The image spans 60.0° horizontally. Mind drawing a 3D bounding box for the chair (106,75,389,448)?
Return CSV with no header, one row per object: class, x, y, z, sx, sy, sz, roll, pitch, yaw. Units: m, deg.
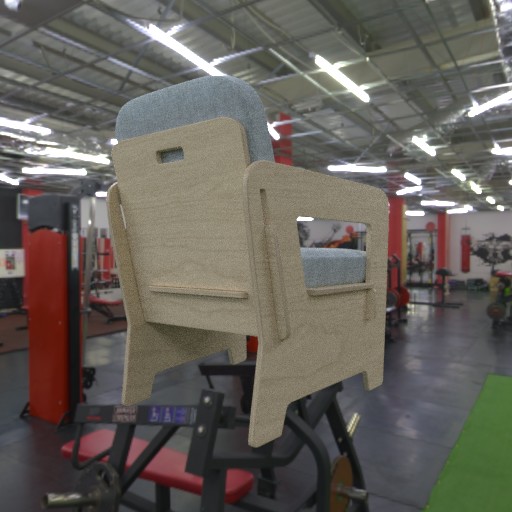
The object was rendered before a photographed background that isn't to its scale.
chair,0.000,0.000,1.298,0.590,0.800,0.710,0,1,36
